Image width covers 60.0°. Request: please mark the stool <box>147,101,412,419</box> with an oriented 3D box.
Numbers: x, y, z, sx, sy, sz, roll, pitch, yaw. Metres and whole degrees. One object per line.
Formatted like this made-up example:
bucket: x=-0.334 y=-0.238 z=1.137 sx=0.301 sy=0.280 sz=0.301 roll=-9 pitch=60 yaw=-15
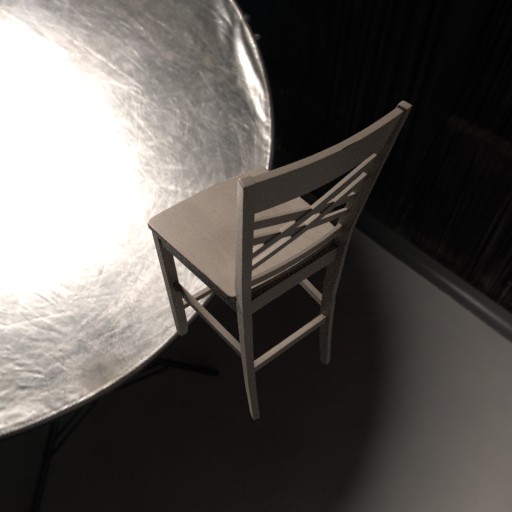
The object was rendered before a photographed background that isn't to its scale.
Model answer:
stool: x=0.000 y=0.000 z=1.389 sx=0.462 sy=1.079 sz=0.539 roll=-30 pitch=53 yaw=-25
